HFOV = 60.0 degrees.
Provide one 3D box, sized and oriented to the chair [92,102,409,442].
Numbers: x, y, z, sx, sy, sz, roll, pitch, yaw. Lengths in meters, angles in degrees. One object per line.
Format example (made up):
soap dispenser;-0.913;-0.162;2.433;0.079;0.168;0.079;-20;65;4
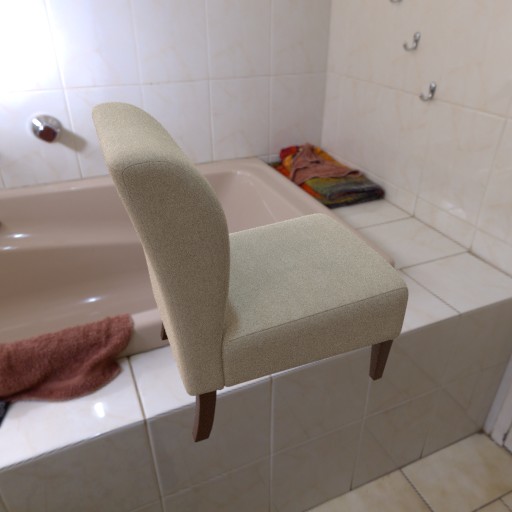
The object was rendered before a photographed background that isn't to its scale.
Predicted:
chair;0.000;0.000;1.301;0.754;0.833;0.521;-11;32;-18
